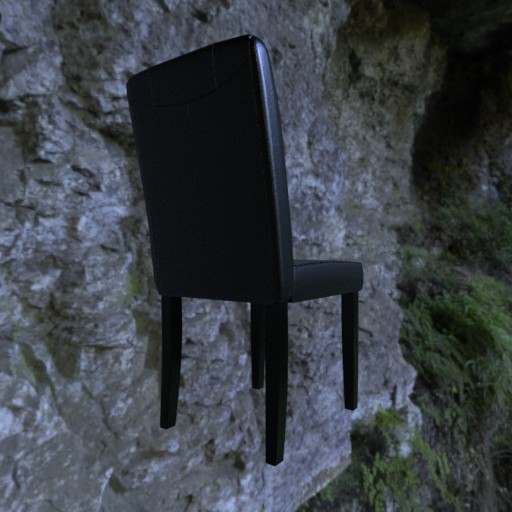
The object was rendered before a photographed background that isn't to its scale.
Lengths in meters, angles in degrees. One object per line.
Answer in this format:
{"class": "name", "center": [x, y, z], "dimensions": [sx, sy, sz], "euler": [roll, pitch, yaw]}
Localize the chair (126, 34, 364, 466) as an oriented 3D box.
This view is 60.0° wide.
{"class": "chair", "center": [0.000, 0.000, 1.194], "dimensions": [0.399, 0.897, 0.556], "euler": [0, 1, 36]}
